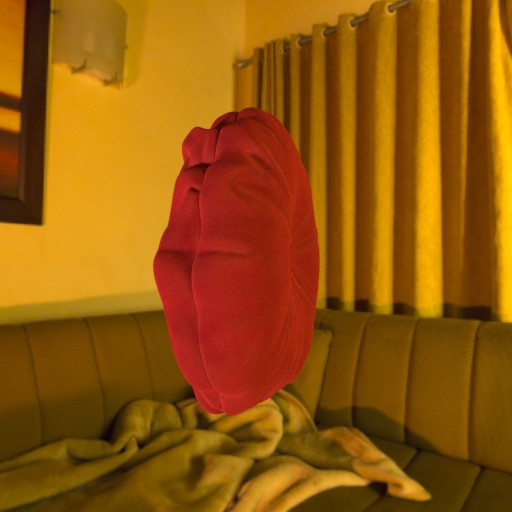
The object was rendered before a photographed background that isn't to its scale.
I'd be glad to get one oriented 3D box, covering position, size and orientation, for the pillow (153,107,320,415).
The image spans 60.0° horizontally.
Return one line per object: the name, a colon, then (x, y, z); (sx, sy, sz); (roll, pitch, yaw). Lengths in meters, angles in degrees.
pillow: (0.000, 0.000, 0.648); (0.148, 0.407, 0.428); (0, -1, 18)
